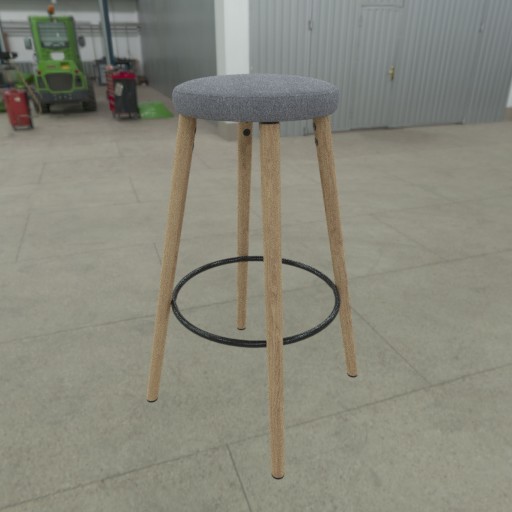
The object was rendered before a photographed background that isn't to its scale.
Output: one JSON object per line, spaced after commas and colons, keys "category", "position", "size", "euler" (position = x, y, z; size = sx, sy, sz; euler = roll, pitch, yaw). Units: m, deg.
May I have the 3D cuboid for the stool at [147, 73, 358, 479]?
{"category": "stool", "position": [0.000, 0.000, 1.012], "size": [0.410, 0.770, 0.410], "euler": [17, 31, 31]}
